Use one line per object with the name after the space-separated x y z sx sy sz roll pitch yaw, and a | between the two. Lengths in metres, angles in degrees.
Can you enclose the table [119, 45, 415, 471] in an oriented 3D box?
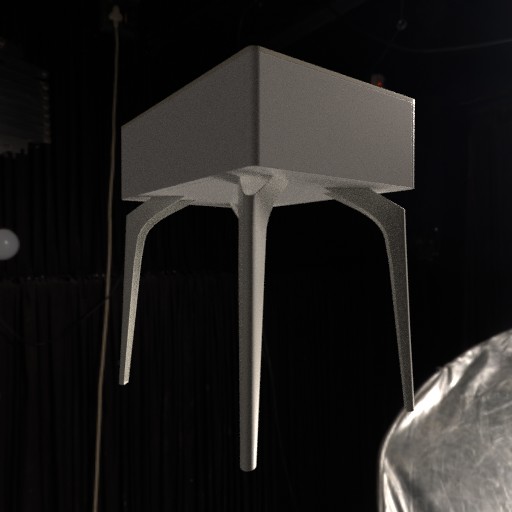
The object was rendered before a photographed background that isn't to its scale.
0.000 0.000 0.905 0.400 0.570 0.500 -1 1 -37 | table
